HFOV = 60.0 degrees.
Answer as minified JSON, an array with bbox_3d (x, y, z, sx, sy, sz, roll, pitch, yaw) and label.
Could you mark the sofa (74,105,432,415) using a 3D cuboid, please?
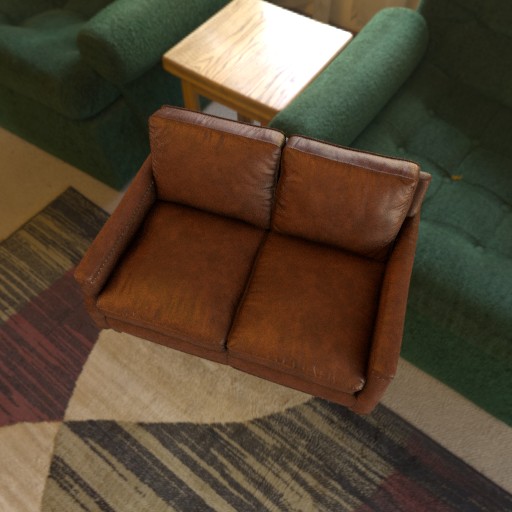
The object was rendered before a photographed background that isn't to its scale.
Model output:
[{"bbox_3d":[0.000,0.000,2.375,1.628,1.003,1.083,16,61,9],"label":"sofa"}]
